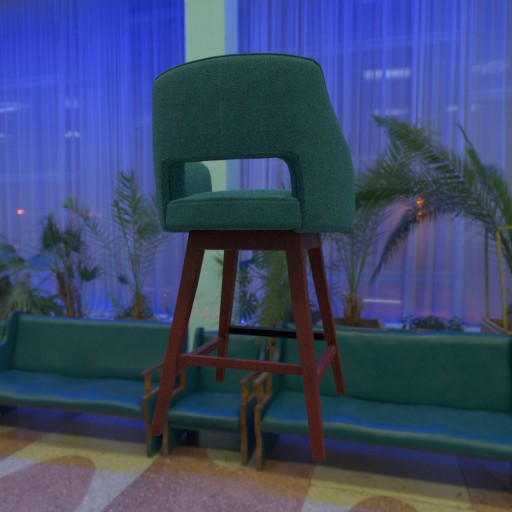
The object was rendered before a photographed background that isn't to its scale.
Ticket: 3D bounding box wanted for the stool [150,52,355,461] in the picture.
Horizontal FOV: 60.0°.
[{"bbox_3d":[0.000,0.000,1.304,0.548,0.961,0.556,1,3,18],"label":"stool"}]
